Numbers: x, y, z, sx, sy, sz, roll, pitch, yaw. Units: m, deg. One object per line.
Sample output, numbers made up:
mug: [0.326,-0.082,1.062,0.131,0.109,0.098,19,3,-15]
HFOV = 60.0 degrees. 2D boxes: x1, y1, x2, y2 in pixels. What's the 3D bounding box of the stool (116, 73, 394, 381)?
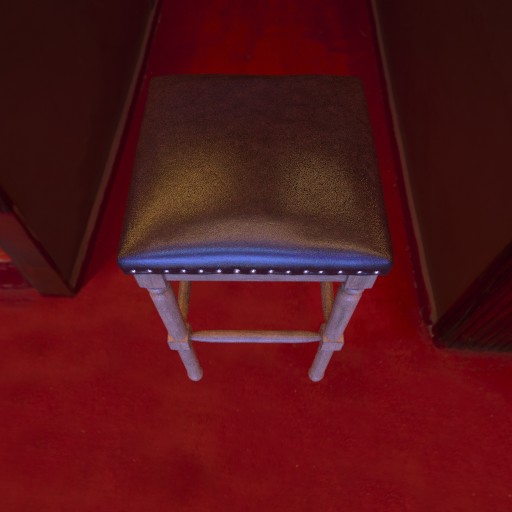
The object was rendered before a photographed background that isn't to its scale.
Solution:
stool: [0.000,0.000,0.949,0.382,0.702,0.383,0,59,0]
